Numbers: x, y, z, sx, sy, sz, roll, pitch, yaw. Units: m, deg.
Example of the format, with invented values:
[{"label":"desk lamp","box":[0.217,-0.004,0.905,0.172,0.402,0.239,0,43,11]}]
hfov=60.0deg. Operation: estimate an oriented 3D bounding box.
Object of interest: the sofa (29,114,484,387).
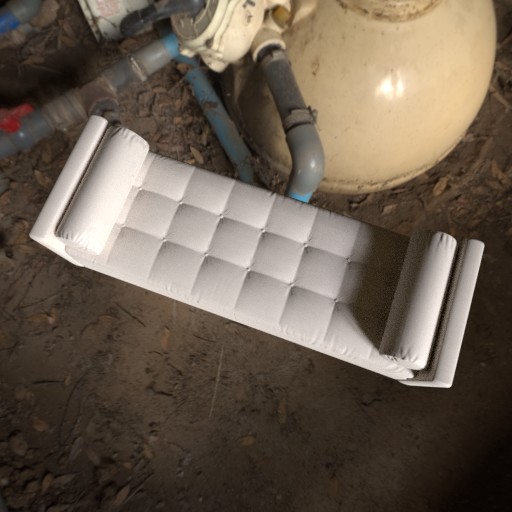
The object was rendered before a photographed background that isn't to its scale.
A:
[{"label":"sofa","box":[0.000,0.000,2.308,1.981,0.635,0.686,19,76,5]}]
